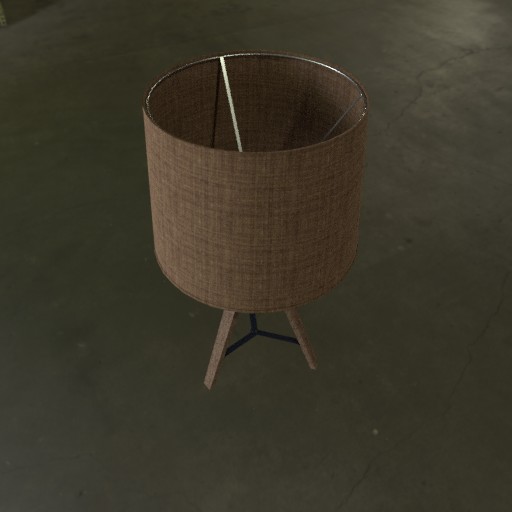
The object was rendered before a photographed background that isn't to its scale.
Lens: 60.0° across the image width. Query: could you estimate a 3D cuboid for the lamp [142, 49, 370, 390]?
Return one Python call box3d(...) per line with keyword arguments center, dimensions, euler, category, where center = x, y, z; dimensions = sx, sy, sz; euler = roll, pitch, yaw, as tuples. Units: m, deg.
box3d(center=(0.000, 0.000, 0.673), dimensions=(0.290, 0.514, 0.290), euler=(0, 45, 0), category="lamp")
